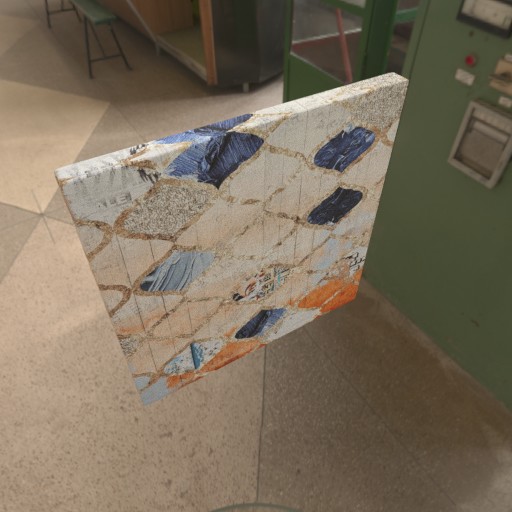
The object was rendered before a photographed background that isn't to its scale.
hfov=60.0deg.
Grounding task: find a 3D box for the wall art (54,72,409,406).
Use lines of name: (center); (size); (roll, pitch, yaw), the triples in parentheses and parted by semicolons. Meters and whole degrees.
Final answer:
wall art: (0.000, 0.000, 0.752); (0.507, 0.508, 0.038); (-23, 49, -21)
